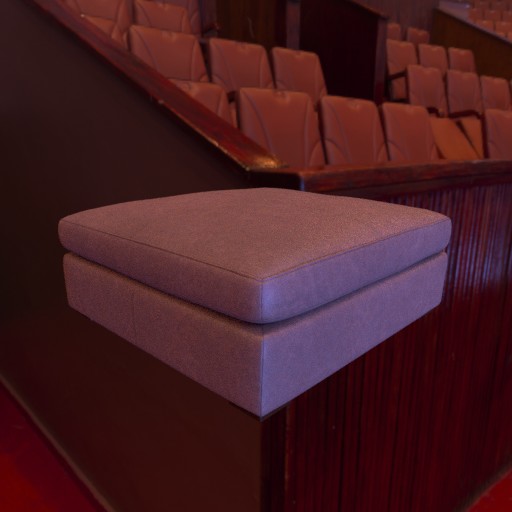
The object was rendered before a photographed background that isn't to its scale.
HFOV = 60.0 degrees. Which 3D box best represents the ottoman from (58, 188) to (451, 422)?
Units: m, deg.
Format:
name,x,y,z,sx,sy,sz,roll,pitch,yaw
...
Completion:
name,x,y,z,sx,sy,sz,roll,pitch,yaw
ottoman,0.000,0.000,1.824,1.168,0.490,1.168,14,21,42
